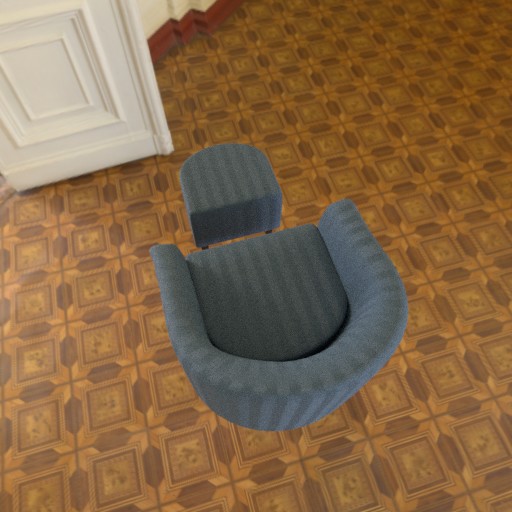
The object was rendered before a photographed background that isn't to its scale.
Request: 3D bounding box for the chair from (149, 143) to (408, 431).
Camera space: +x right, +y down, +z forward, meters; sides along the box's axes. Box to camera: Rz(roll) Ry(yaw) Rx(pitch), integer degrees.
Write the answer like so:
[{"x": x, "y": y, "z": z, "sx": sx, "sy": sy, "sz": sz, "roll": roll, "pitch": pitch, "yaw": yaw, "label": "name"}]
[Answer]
[{"x": 0.000, "y": 0.000, "z": 1.729, "sx": 0.756, "sy": 0.757, "sz": 1.288, "roll": -14, "pitch": 60, "yaw": -9, "label": "chair"}]
